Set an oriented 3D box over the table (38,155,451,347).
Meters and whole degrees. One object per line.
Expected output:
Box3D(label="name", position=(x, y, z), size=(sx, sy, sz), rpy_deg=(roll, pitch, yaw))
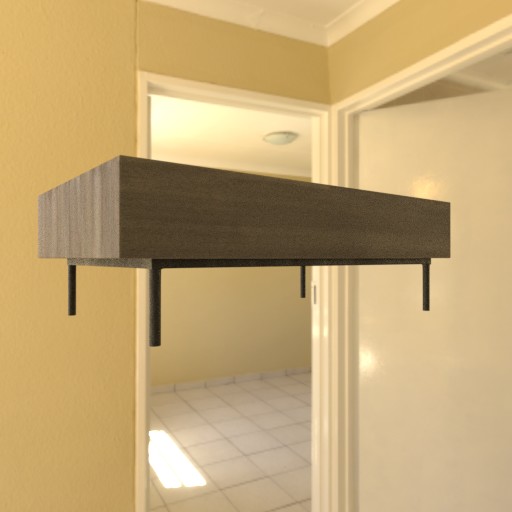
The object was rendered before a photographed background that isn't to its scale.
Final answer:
Box3D(label="table", position=(0.000, 0.000, 1.349), size=(1.088, 0.347, 0.643), rpy_deg=(0, 0, -38))
